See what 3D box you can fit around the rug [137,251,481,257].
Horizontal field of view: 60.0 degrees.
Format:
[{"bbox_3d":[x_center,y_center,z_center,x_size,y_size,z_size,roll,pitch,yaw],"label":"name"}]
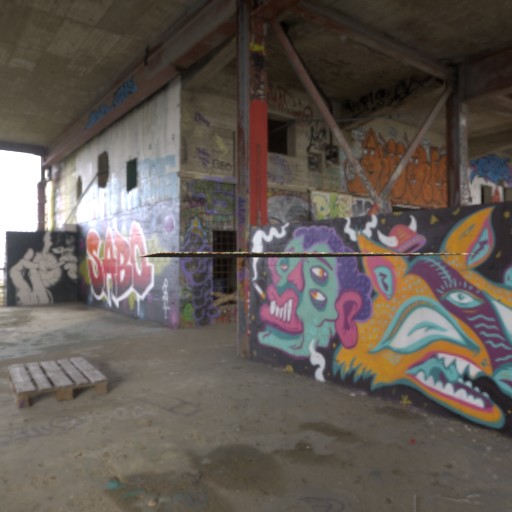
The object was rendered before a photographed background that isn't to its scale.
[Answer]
[{"bbox_3d":[0.000,0.000,3.011,1.524,0.008,2.438,0,-1,-17],"label":"rug"}]
